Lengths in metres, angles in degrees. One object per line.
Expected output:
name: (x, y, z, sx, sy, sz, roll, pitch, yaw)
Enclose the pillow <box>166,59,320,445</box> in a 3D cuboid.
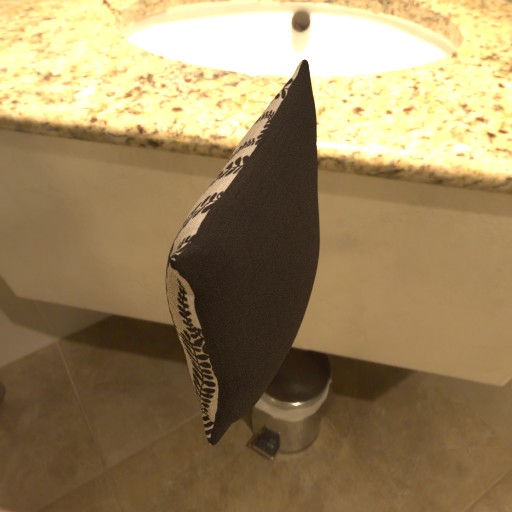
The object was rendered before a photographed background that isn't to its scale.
pillow: (0.000, 0.000, 0.681, 0.182, 0.441, 0.440, 15, 49, 14)
